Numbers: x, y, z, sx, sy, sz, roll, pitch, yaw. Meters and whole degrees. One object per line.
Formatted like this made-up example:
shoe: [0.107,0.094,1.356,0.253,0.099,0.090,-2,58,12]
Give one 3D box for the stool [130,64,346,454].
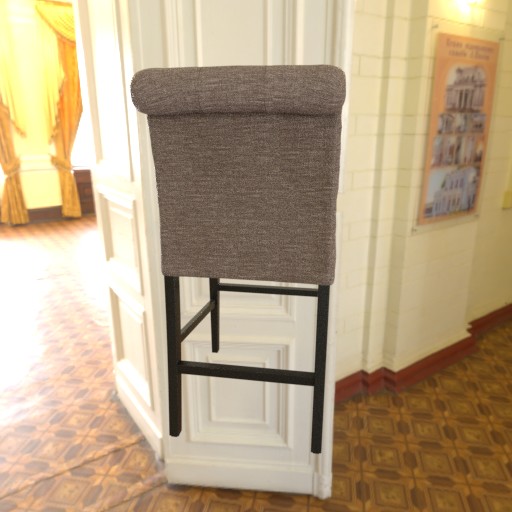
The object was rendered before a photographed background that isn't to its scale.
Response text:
stool: [0.000,0.000,1.291,0.457,0.970,0.611,3,17,9]
